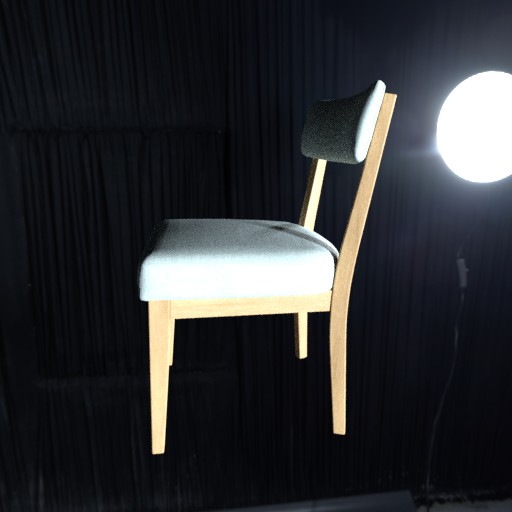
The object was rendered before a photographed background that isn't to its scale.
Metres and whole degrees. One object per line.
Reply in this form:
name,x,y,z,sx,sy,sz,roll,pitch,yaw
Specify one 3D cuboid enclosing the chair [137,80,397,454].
chair,0.000,0.000,1.186,0.572,0.832,0.508,-2,14,-8
